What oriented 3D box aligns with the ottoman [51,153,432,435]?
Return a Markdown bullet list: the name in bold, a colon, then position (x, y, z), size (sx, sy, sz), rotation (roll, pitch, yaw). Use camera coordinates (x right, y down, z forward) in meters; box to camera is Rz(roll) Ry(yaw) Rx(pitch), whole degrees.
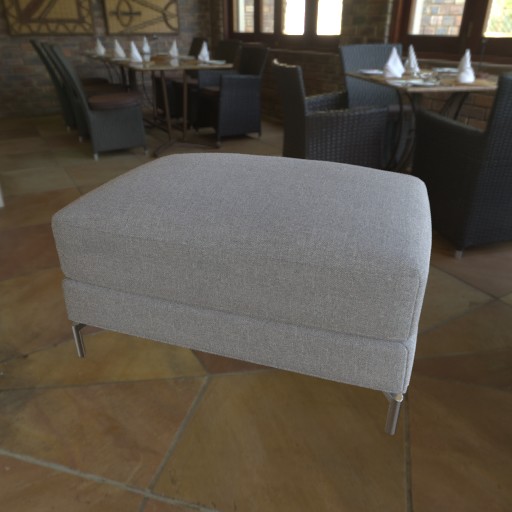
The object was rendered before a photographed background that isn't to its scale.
- **ottoman**: position (0.000, 0.000, 1.184), size (0.838, 0.457, 0.584), rotation (9, 29, 16)
